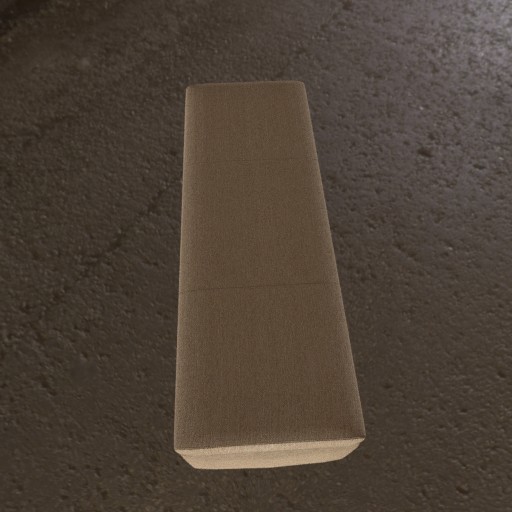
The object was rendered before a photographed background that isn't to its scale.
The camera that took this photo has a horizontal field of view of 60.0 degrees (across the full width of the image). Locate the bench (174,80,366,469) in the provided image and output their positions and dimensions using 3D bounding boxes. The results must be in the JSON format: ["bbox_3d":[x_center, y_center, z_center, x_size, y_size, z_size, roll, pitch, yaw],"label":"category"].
[{"bbox_3d":[0.000,0.000,1.485,0.446,0.438,1.269,-3,59,-2],"label":"bench"}]
